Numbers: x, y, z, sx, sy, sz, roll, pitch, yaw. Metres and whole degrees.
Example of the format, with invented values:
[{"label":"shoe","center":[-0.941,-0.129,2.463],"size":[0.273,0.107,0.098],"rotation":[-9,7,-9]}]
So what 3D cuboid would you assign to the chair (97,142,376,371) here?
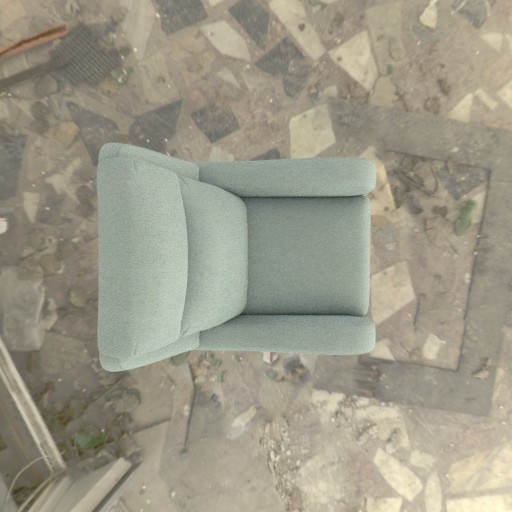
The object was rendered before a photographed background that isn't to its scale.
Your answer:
[{"label":"chair","center":[0.000,0.000,1.801],"size":[0.988,1.067,0.785],"rotation":[0,91,-1]}]
